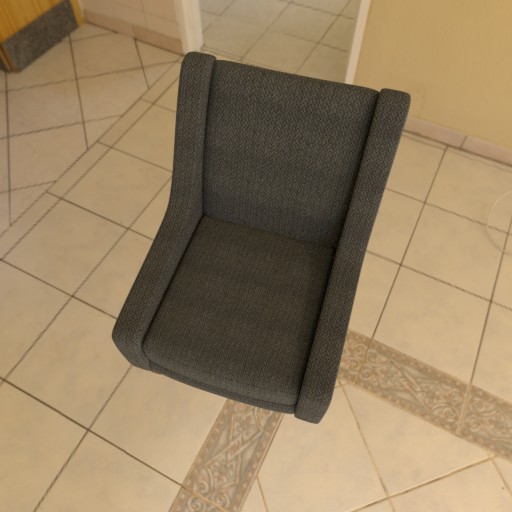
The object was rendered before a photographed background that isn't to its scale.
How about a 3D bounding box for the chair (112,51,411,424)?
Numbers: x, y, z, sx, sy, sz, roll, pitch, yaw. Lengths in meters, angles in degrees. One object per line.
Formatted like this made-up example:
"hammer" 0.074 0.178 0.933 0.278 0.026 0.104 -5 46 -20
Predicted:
"chair" 0.000 0.000 1.689 0.793 1.012 0.944 15 59 9
